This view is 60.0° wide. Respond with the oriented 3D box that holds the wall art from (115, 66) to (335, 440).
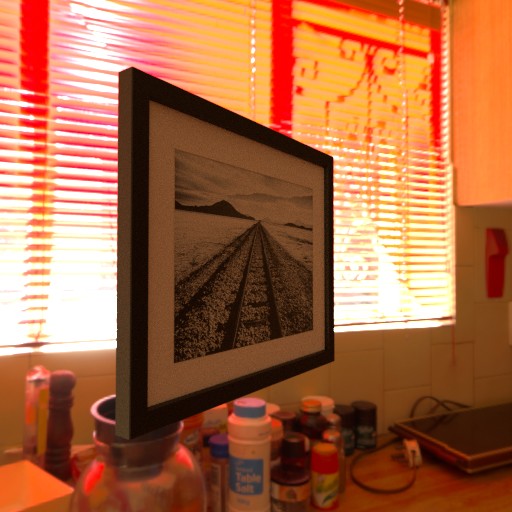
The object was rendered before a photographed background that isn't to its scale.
[{"bbox_3d":[0.000,0.000,0.775,0.029,0.458,0.559,-1,-2,36],"label":"wall art"}]
